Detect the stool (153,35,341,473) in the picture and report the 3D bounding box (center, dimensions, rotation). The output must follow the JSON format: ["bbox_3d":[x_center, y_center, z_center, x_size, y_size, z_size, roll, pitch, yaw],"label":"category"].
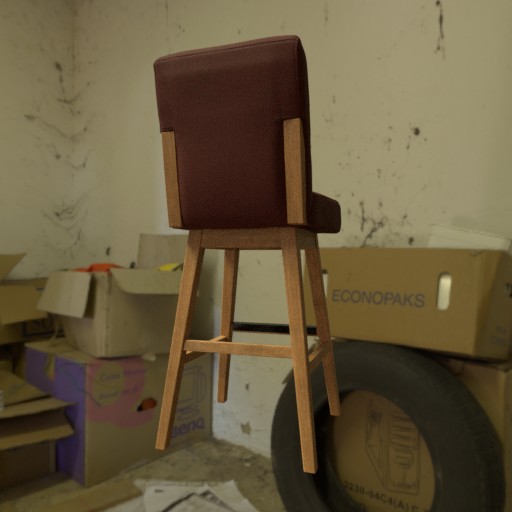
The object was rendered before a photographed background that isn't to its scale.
[{"bbox_3d":[0.000,0.000,1.384,0.468,1.093,0.562,0,0,19],"label":"stool"}]
